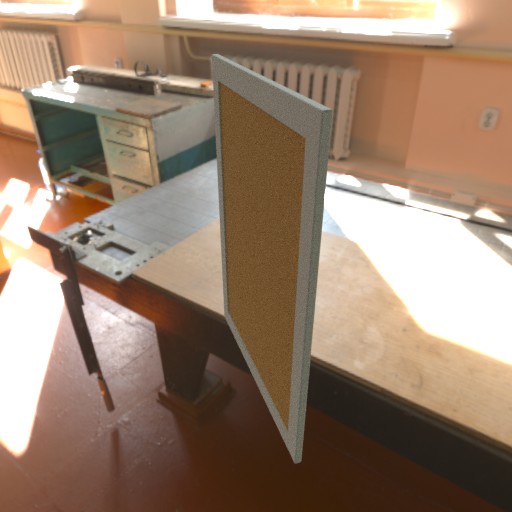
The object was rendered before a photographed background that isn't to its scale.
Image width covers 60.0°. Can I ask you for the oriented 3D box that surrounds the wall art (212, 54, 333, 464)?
[{"bbox_3d":[0.000,0.000,0.688,0.012,0.529,0.374,-11,34,-17],"label":"wall art"}]
